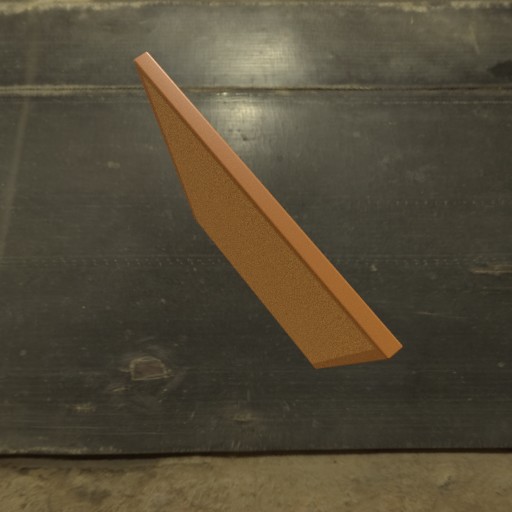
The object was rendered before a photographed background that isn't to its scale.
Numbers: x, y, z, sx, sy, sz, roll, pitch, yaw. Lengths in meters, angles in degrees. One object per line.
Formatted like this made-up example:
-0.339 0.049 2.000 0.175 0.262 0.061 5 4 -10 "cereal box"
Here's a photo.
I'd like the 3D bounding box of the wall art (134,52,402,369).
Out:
0.000 0.000 0.519 0.015 0.379 0.310 -37 78 -9 "wall art"
